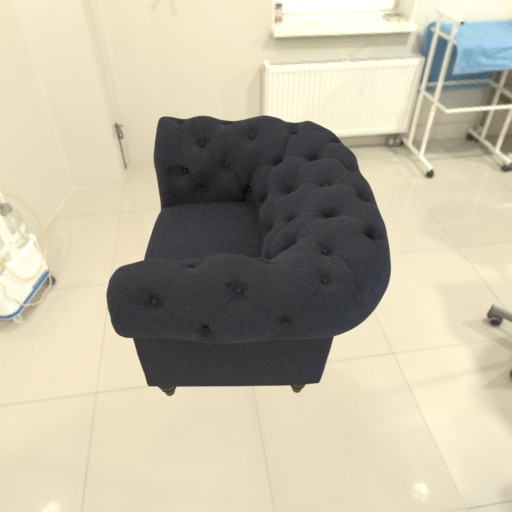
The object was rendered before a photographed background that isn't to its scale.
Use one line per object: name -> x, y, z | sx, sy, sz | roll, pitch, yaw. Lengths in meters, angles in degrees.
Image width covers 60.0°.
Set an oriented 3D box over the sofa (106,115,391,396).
sofa -> 0.000, 0.000, 2.098 | 1.032, 0.878, 1.405 | -1, 41, -1
